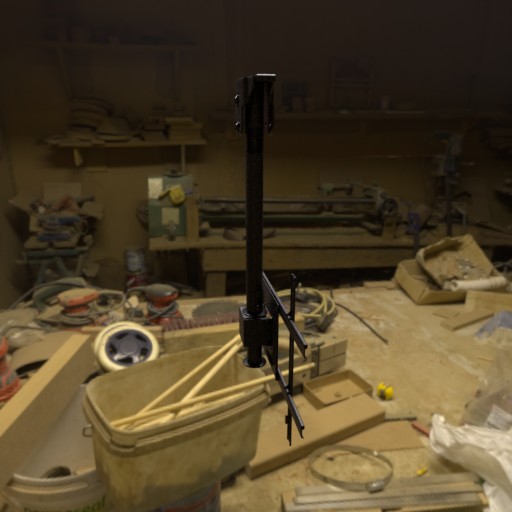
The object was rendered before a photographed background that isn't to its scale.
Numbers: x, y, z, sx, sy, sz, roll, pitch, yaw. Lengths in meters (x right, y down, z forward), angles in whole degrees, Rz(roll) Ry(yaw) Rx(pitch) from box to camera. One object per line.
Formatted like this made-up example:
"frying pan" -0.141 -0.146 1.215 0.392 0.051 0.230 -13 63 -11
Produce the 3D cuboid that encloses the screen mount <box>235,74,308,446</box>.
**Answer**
"screen mount" 0.000 0.000 1.047 0.090 0.775 0.595 -3 17 -10
